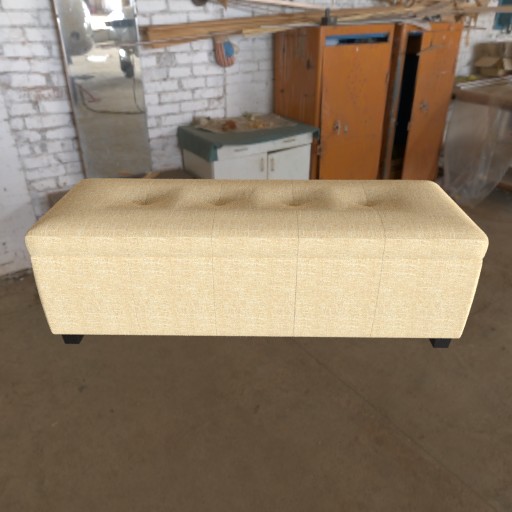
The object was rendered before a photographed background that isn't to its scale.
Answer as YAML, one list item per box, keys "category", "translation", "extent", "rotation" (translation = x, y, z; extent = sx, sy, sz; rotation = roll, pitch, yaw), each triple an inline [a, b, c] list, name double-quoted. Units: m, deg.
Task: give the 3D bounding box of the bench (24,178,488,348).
- category: "bench"
  translation: [0.000, 0.000, 1.413]
  extent: [1.219, 0.406, 0.432]
  rotation: [0, 30, 1]
